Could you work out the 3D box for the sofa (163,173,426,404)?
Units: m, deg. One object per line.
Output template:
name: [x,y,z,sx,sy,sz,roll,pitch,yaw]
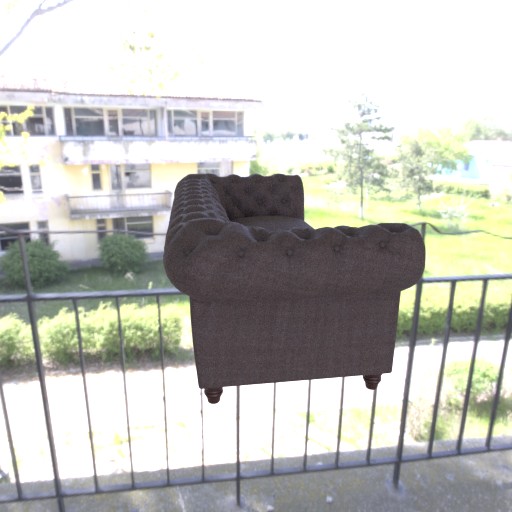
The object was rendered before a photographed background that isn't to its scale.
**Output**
sofa: [0.000,0.000,2.538,0.944,0.780,2.048,-2,17,-8]
